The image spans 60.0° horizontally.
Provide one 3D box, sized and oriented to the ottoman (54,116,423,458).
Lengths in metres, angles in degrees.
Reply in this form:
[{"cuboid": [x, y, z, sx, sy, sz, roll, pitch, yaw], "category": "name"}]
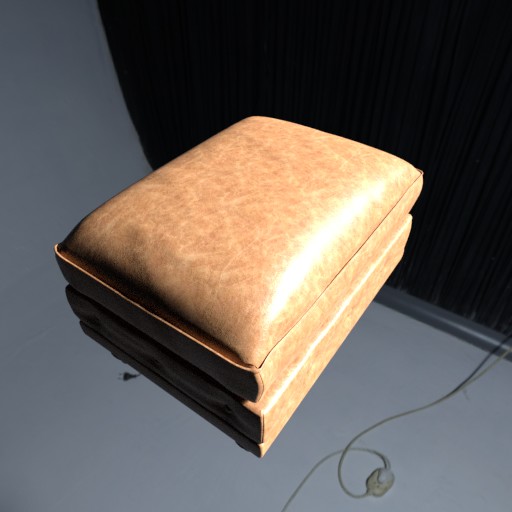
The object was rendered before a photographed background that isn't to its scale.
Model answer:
[{"cuboid": [0.000, 0.000, 1.071, 0.533, 0.480, 0.710, 25, 47, 26], "category": "ottoman"}]
